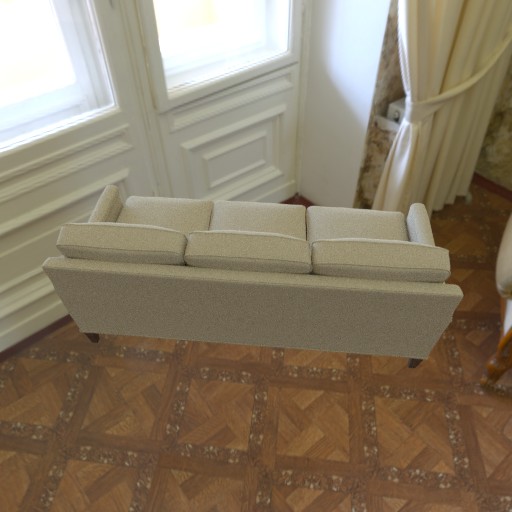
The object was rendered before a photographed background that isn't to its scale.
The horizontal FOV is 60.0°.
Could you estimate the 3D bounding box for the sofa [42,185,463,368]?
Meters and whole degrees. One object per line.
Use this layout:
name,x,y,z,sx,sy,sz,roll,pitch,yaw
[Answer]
sofa,0.000,0.000,2.865,2.246,1.003,1.084,4,46,4
